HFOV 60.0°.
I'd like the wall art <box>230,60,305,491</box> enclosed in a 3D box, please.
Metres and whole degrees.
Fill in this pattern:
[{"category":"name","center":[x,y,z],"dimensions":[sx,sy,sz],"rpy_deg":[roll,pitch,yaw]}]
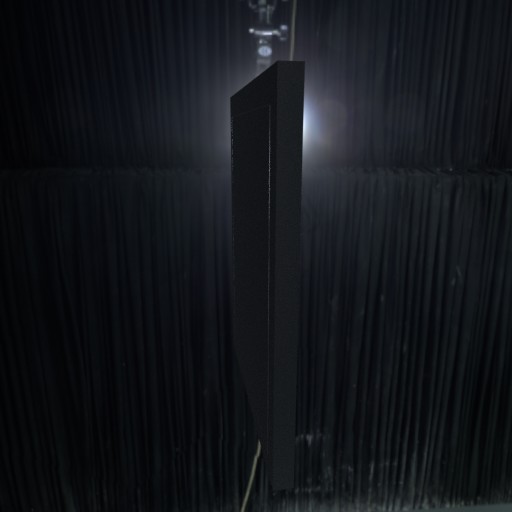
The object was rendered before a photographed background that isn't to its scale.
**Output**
[{"category":"wall art","center":[0.000,0.000,0.771],"dimensions":[0.031,0.558,0.461],"rpy_deg":[-2,15,-9]}]
